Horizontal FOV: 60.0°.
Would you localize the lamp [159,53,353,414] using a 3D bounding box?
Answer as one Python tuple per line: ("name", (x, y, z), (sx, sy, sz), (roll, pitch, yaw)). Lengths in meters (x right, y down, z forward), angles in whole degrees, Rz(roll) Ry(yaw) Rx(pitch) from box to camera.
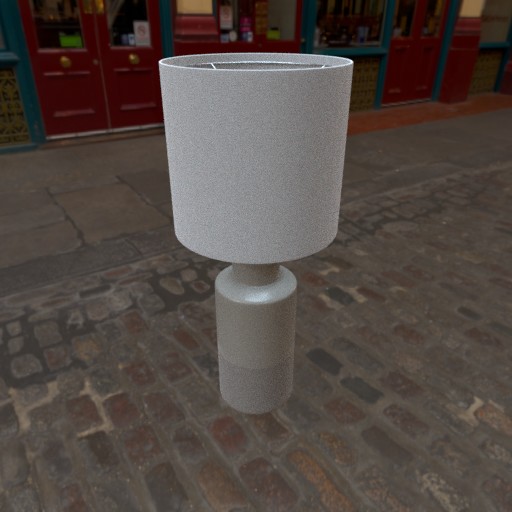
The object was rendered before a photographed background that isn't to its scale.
("lamp", (0.000, 0.000, 0.608), (0.212, 0.493, 0.212), (-18, 33, -30))
